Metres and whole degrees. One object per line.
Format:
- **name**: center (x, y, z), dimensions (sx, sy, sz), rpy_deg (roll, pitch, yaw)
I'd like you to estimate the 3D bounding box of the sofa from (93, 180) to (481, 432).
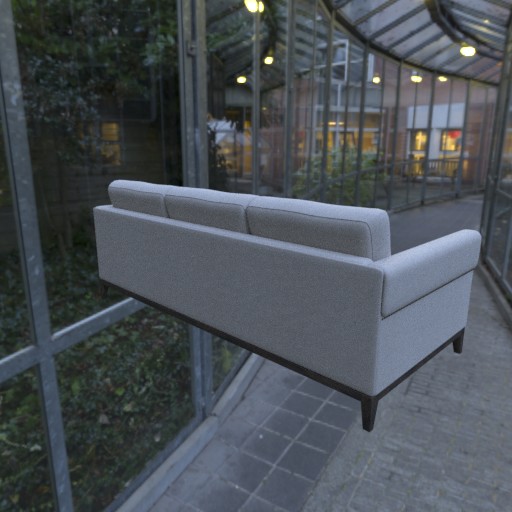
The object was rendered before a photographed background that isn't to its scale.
- **sofa**: center (0.000, 0.000, 2.663), dimensions (2.210, 0.838, 0.959), rpy_deg (14, 20, 43)
